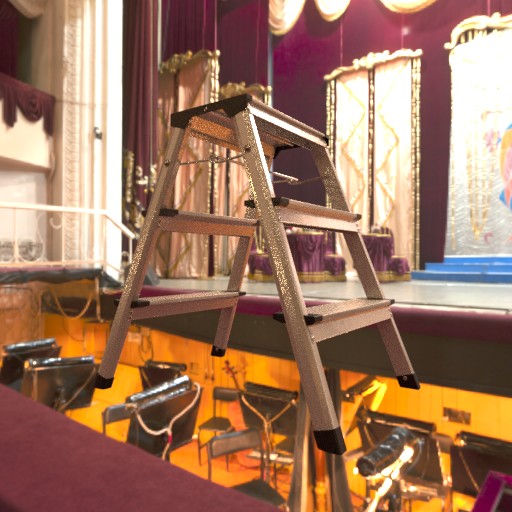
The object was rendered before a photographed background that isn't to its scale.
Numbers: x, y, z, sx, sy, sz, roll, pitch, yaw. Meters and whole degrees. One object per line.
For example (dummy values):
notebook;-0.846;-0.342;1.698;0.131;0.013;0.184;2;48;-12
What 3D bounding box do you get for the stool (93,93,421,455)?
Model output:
stool;0.000;0.000;1.023;0.622;0.605;0.437;0;-1;35
